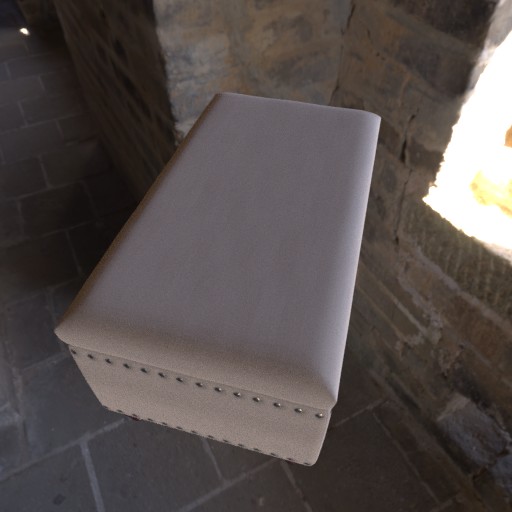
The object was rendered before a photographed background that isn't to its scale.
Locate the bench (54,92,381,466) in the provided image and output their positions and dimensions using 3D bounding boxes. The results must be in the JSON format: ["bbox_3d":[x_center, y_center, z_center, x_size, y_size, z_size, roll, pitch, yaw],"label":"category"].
[{"bbox_3d":[0.000,0.000,1.160,0.500,0.449,0.887,11,48,10],"label":"bench"}]
